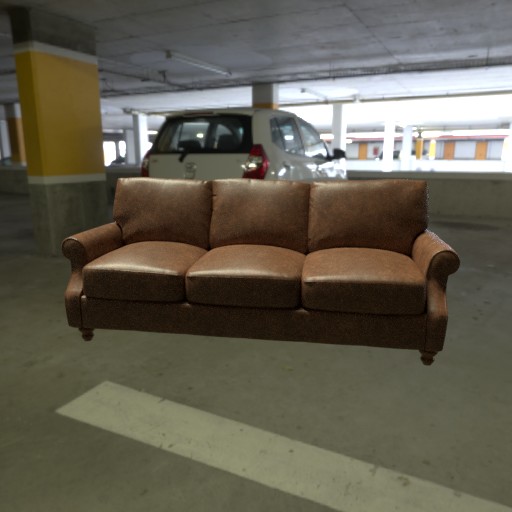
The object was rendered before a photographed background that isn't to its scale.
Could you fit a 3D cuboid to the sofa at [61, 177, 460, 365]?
[{"bbox_3d":[0.000,0.000,2.900,2.351,0.977,0.973,2,13,9],"label":"sofa"}]
